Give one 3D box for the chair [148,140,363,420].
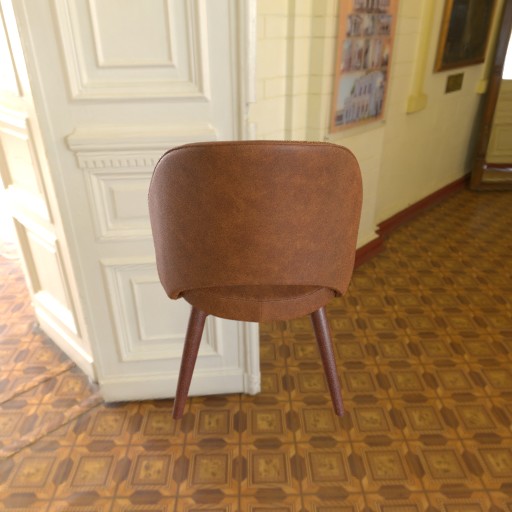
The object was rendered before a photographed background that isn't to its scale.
[{"bbox_3d":[0.000,0.000,1.221,0.591,0.777,0.640,-1,28,-1],"label":"chair"}]
